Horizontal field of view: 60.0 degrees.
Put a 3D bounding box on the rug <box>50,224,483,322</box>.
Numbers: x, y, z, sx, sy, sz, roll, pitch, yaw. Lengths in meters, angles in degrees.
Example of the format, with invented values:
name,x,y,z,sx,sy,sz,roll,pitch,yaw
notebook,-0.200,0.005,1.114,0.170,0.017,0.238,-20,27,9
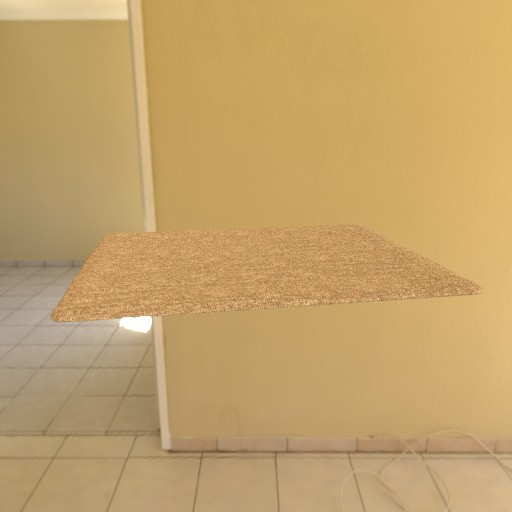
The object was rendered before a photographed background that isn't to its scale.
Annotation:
name,x,y,z,sx,sy,sz,roll,pitch,yaw
rug,0.000,0.000,3.843,2.873,0.050,2.242,-3,16,-9
